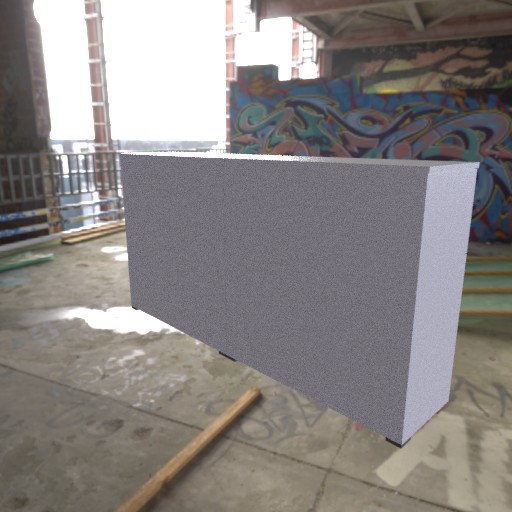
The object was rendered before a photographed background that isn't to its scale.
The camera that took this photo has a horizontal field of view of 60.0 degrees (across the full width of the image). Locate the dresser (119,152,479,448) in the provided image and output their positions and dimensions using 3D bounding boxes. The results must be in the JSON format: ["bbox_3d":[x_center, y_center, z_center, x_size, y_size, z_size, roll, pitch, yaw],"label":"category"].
[{"bbox_3d":[0.000,0.000,1.805,0.333,0.790,1.535,-14,20,-42],"label":"dresser"}]
